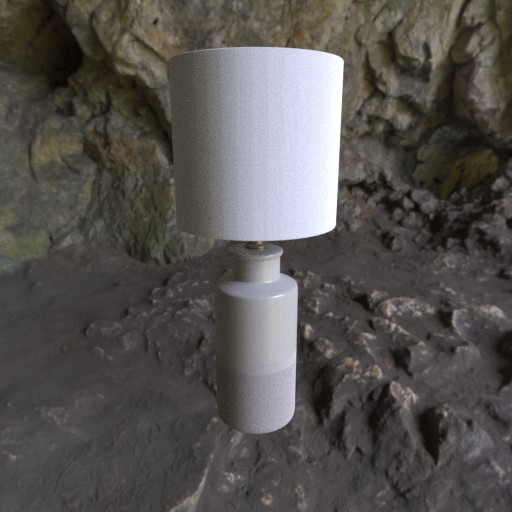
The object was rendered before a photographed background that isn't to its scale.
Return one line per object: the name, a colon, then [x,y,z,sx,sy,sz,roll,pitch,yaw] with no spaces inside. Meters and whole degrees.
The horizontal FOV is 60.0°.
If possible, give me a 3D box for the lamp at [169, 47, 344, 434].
lamp: [0.000,0.000,0.611,0.212,0.493,0.212,-2,16,-7]
